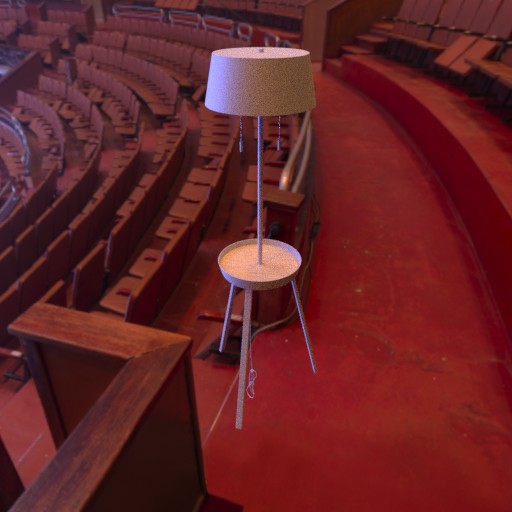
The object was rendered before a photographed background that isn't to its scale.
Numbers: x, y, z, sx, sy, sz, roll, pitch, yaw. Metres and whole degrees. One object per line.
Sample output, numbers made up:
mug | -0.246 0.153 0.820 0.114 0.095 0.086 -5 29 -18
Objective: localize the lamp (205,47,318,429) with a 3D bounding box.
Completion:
lamp | 0.000 0.000 1.690 0.508 1.429 0.468 9 32 15
